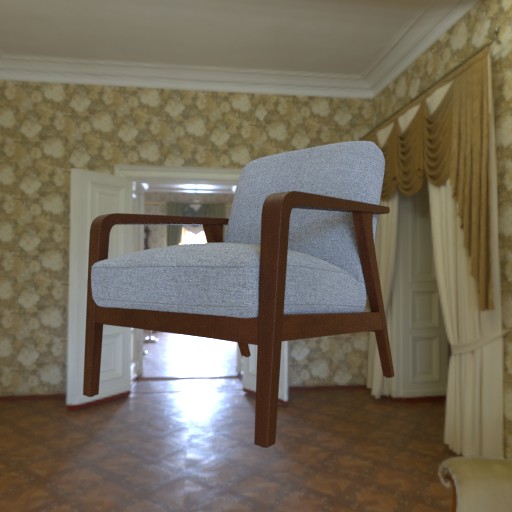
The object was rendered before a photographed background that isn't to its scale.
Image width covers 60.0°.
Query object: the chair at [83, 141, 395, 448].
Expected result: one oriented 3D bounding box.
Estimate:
[{"bbox_3d":[0.000,0.000,1.468,0.704,0.847,0.858,-1,-2,36],"label":"chair"}]
